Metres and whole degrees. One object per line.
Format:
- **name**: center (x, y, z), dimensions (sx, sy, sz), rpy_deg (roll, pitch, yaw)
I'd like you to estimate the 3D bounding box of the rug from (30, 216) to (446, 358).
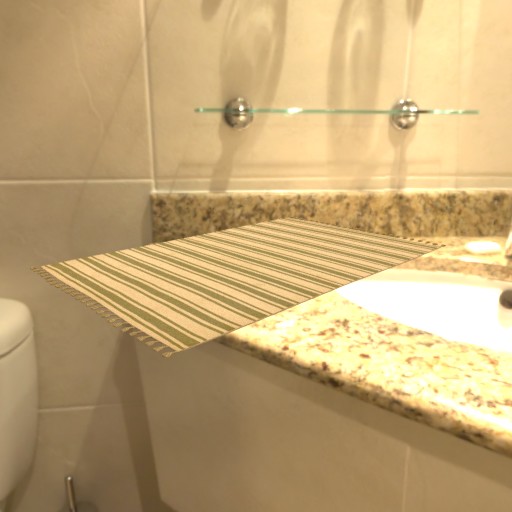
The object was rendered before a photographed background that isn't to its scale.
- **rug**: center (0.000, 0.000, 3.004), dimensions (2.435, 0.018, 1.540), rpy_deg (-15, 22, -41)
